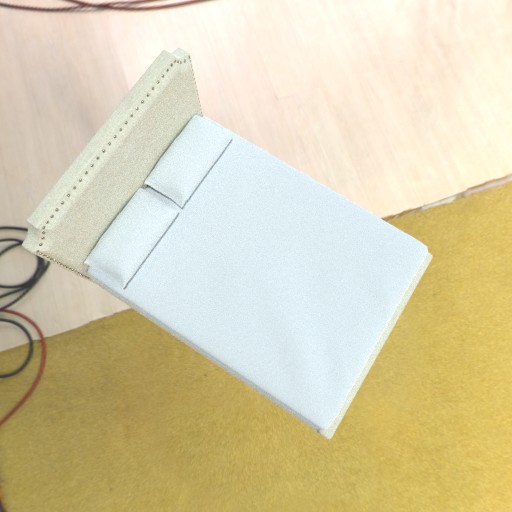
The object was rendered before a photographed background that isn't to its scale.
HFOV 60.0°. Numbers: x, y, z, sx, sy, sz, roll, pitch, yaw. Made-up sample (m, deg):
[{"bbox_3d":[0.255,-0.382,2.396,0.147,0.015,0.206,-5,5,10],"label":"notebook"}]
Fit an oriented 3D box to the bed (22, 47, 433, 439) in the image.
[{"bbox_3d":[0.000,0.000,3.354,2.381,1.457,1.713,32,78,7],"label":"bed"}]
